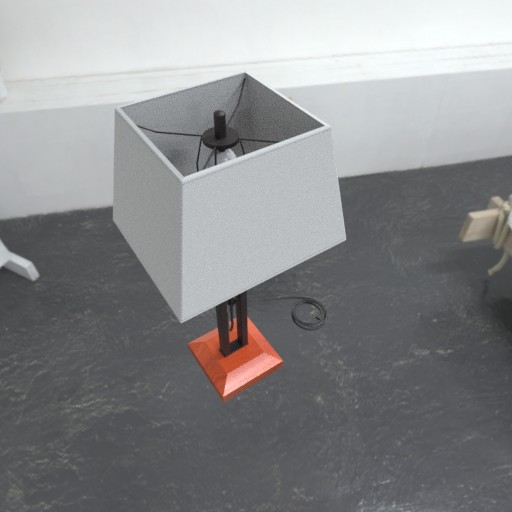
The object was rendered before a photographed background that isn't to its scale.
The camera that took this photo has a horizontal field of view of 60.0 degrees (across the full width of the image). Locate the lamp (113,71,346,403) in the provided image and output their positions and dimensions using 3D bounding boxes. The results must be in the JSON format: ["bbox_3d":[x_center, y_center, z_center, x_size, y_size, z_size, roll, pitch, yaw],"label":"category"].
[{"bbox_3d":[0.000,0.000,0.992,0.498,0.737,0.310,-25,51,-22],"label":"lamp"}]
